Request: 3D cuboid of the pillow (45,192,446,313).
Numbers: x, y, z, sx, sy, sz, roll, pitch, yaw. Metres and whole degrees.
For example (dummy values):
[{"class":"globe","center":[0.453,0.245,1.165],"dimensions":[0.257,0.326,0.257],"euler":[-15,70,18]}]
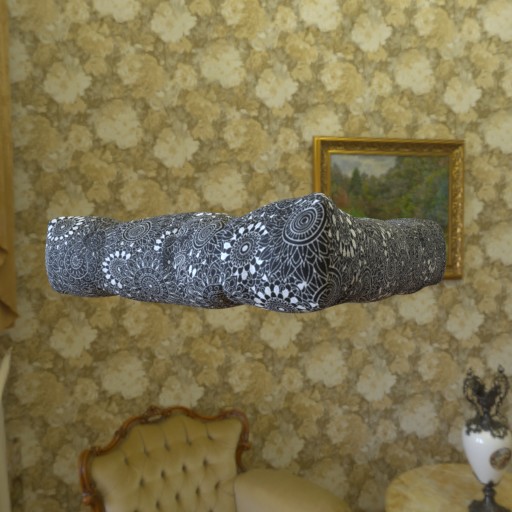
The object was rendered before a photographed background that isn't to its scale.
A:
[{"class":"pillow","center":[0.000,0.000,0.717],"dimensions":[0.490,0.128,0.468],"euler":[0,1,36]}]
